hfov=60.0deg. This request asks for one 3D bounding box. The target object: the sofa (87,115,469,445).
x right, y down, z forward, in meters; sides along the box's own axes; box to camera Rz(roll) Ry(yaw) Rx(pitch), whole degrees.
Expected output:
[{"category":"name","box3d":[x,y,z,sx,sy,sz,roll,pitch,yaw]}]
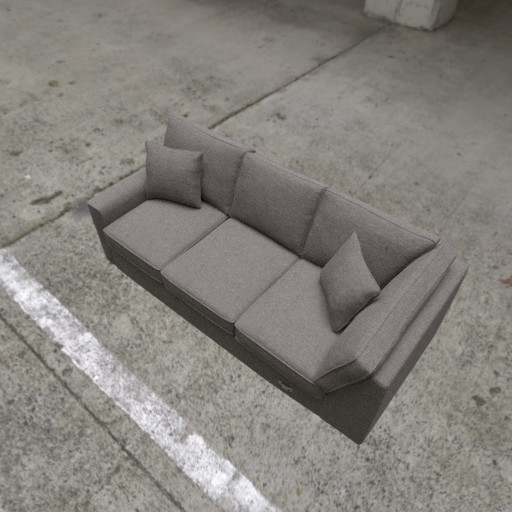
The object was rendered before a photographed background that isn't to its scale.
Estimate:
[{"category":"sofa","box3d":[0.000,0.000,2.949,2.317,0.962,1.061,31,54,26]}]
